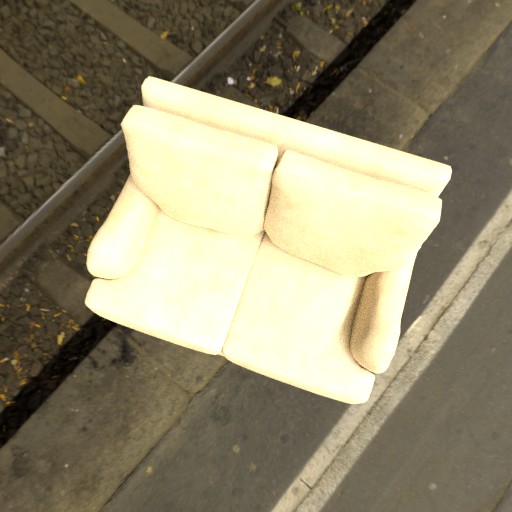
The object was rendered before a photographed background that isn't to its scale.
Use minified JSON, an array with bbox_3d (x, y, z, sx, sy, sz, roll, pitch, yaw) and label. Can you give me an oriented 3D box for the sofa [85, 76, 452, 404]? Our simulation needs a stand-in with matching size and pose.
[{"bbox_3d":[0.000,0.000,2.262,1.498,1.087,1.086,18,75,5],"label":"sofa"}]
